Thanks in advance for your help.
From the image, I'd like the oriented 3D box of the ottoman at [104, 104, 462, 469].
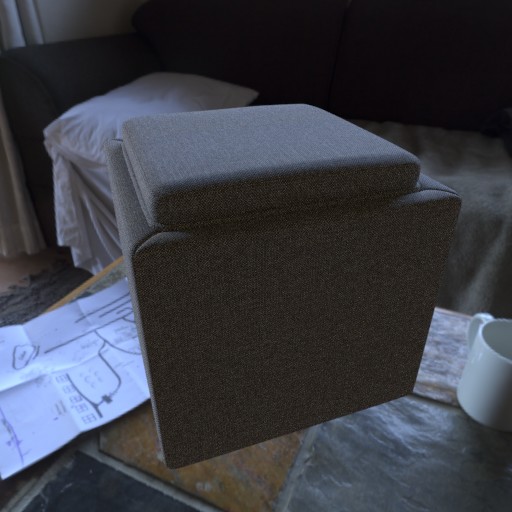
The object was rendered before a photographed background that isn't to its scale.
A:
[{"bbox_3d":[0.000,0.000,0.800,0.450,0.460,0.450,-11,33,-17],"label":"ottoman"}]
